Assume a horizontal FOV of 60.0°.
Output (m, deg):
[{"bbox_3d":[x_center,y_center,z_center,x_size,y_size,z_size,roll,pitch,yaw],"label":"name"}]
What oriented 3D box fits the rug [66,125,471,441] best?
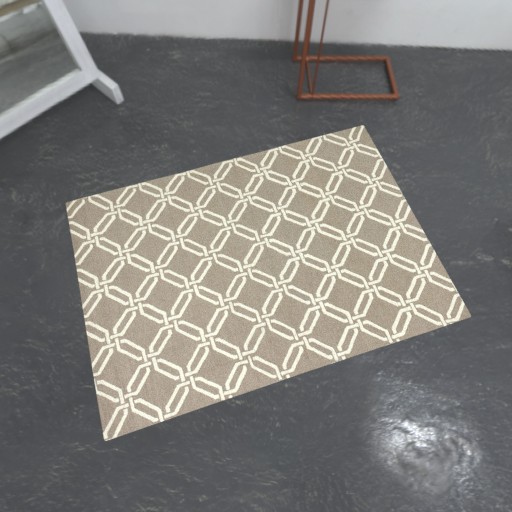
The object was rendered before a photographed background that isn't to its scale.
[{"bbox_3d":[0.000,0.000,4.377,3.419,0.020,2.441,-16,65,-8],"label":"rug"}]
